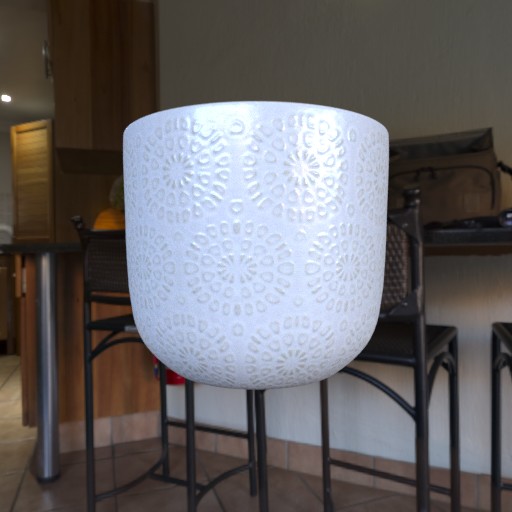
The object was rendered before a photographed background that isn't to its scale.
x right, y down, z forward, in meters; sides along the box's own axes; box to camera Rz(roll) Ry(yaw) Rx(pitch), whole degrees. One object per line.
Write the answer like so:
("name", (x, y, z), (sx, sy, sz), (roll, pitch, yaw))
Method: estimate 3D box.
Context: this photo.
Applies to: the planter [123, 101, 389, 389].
("planter", (0.000, 0.000, 0.297), (0.170, 0.152, 0.170), (0, 1, 0))
